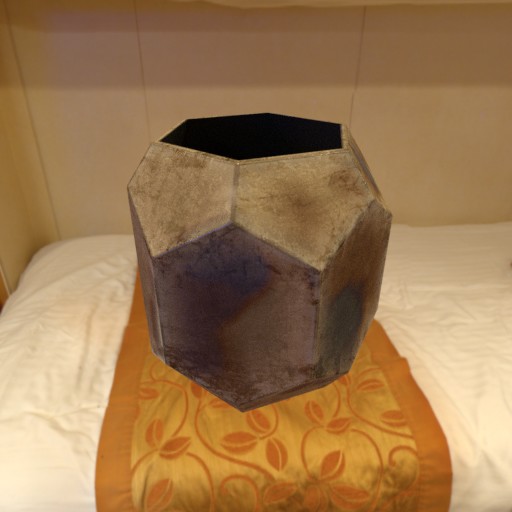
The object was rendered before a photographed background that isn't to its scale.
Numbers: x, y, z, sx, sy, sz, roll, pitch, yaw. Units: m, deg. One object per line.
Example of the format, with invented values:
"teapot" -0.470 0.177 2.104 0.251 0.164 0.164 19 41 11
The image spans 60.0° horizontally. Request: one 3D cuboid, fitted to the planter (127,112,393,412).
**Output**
"planter" 0.000 0.000 0.429 0.221 0.238 0.243 21 35 33
